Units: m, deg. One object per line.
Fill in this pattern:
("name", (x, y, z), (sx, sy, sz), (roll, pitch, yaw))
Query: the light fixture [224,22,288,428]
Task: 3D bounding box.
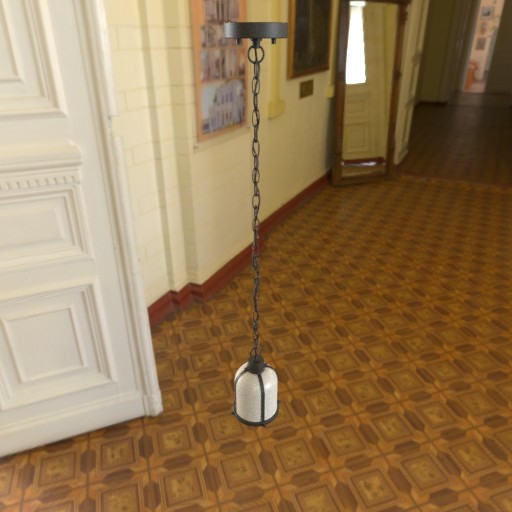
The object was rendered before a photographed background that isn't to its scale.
("light fixture", (0.000, 0.000, 1.268), (0.178, 1.181, 0.178), (-8, 28, -16))
